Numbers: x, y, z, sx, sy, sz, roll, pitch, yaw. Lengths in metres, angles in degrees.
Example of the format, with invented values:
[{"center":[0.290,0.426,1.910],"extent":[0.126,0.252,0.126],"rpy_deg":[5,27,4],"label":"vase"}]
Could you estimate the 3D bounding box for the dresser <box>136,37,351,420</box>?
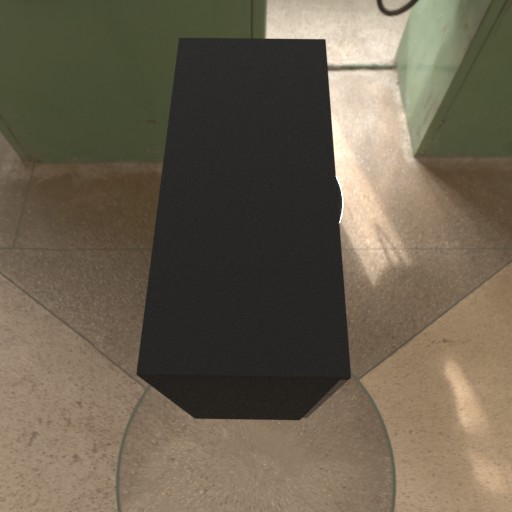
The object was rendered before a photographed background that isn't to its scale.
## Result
[{"center":[0.000,0.000,1.169],"extent":[0.360,0.720,0.750],"rpy_deg":[1,65,0],"label":"dresser"}]
